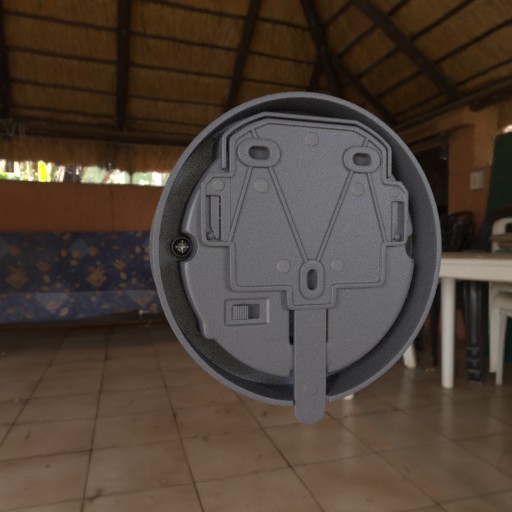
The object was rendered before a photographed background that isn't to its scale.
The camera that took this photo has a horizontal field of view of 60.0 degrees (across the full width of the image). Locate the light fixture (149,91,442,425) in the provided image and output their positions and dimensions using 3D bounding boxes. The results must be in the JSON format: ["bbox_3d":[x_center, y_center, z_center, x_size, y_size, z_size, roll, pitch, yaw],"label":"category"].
[{"bbox_3d":[0.000,0.000,0.265,0.134,0.143,0.160,-1,2,-18],"label":"light fixture"}]
